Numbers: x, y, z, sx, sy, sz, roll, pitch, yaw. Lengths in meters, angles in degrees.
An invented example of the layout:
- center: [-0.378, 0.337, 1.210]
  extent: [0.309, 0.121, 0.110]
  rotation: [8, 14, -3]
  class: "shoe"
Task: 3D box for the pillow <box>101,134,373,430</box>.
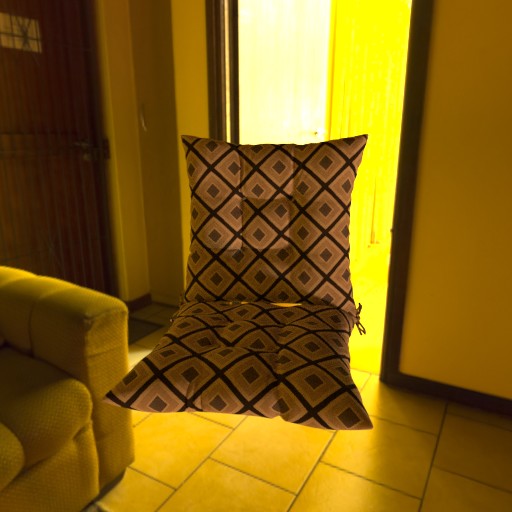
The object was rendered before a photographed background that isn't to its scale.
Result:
- center: [0.000, 0.000, 1.012]
  extent: [0.541, 0.536, 0.585]
  rotation: [3, 16, 9]
  class: "pillow"
